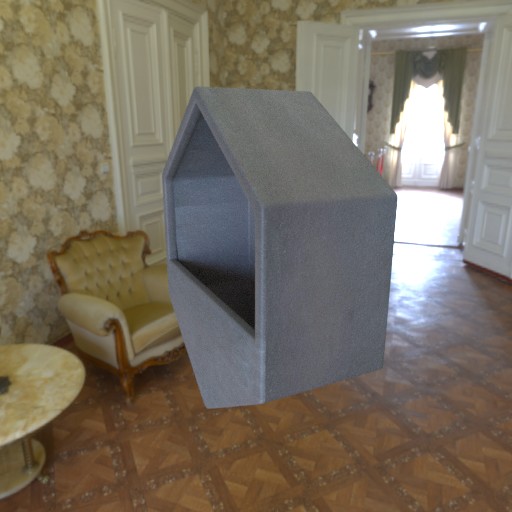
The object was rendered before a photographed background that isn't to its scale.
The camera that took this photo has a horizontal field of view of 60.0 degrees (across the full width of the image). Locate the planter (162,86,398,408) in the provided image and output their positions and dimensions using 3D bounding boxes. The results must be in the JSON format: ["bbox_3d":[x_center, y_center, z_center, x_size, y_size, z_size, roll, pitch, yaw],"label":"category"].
[{"bbox_3d":[0.000,0.000,0.292,0.077,0.206,0.169,-8,17,-25],"label":"planter"}]
